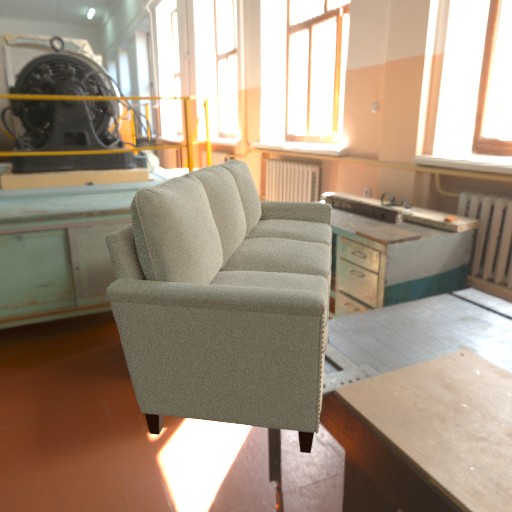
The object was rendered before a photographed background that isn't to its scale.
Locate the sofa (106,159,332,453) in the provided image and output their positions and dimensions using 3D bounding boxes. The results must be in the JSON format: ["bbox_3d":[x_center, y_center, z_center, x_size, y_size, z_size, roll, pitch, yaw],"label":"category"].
[{"bbox_3d":[0.000,0.000,2.451,0.828,0.961,1.925,3,17,9],"label":"sofa"}]
